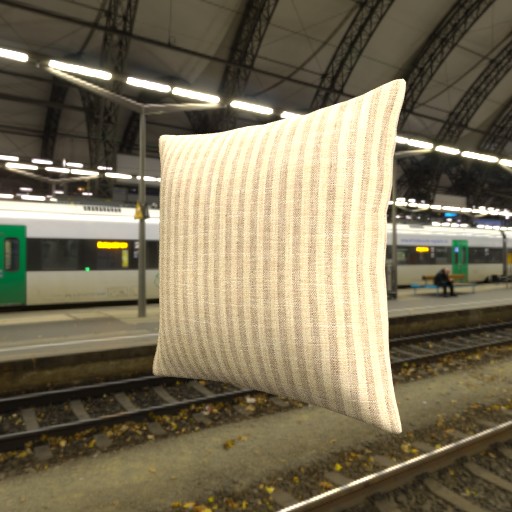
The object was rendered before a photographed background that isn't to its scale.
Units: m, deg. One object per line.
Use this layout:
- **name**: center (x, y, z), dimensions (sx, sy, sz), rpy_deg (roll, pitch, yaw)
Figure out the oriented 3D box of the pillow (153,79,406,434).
- **pillow**: center (0.000, 0.000, 0.787), dimensions (0.523, 0.510, 0.166), rpy_deg (0, 0, 36)
